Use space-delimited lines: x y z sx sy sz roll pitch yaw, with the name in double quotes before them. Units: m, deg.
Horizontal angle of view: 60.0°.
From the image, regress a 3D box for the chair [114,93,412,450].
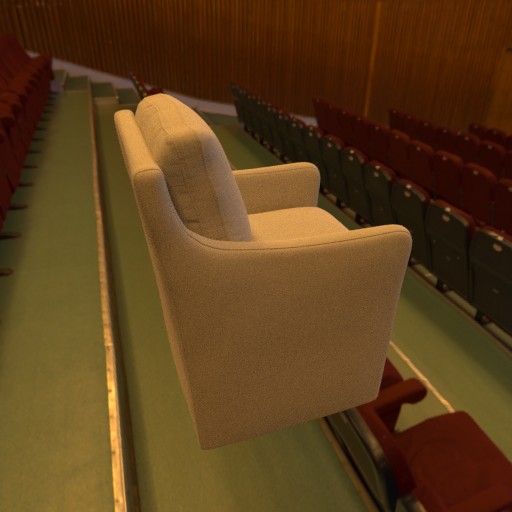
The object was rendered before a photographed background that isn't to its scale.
"chair" 0.000 0.000 1.369 0.694 0.914 0.626 -10 31 -17
